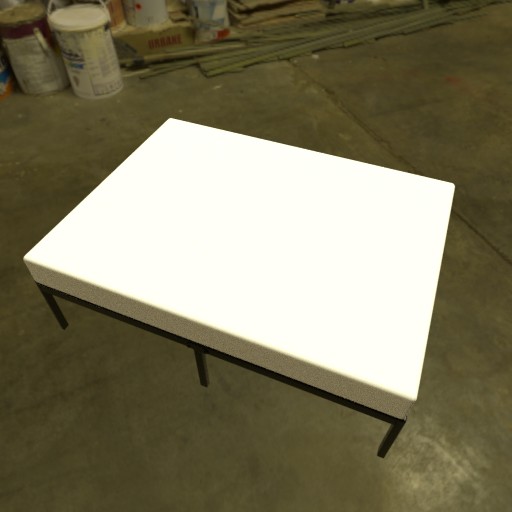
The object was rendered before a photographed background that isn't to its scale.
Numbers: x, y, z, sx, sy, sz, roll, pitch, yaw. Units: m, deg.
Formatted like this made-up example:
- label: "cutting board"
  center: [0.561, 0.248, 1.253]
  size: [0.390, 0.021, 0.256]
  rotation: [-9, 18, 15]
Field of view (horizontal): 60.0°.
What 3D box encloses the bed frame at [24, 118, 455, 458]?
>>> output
- label: "bed frame"
  center: [0.000, 0.000, 2.774]
  size: [2.072, 0.659, 1.557]
  rotation: [17, 50, 15]
